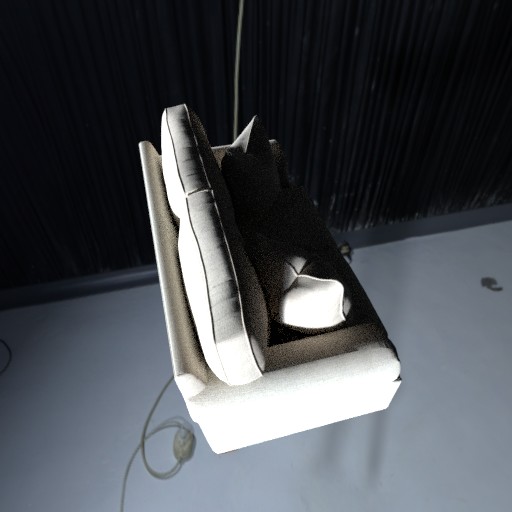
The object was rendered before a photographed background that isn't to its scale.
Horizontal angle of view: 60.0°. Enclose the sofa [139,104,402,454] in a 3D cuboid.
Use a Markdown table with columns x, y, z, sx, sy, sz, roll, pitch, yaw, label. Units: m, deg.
| x | y | z | sx | sy | sz | roll | pitch | yaw | label |
| --- | --- | --- | --- | --- | --- | --- | --- | --- | --- |
| 0.000 | 0.000 | 2.283 | 0.966 | 0.966 | 1.701 | -11 | 47 | -10 | sofa |
